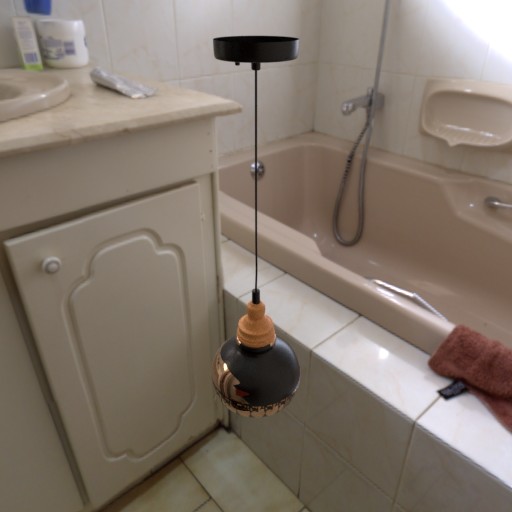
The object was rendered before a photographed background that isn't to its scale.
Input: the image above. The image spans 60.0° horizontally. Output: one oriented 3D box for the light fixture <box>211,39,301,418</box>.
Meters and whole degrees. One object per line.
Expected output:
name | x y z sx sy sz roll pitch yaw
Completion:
light fixture | 0.000 0.000 1.820 0.430 1.606 0.430 -22 37 -33
